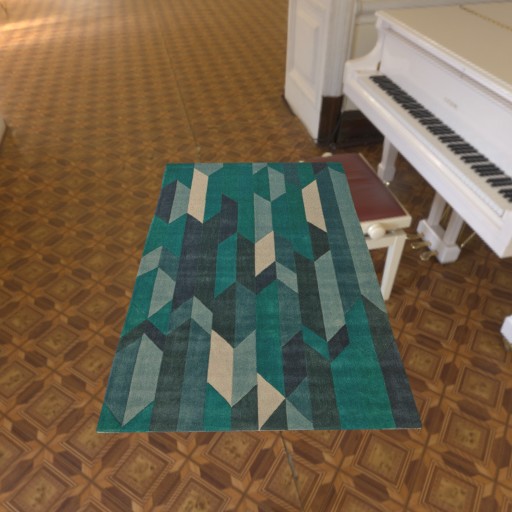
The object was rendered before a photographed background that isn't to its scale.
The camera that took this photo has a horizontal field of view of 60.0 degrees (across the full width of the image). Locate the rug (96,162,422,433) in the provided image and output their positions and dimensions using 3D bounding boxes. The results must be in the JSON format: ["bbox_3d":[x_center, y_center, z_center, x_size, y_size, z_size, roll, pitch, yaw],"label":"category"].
[{"bbox_3d":[0.000,0.000,2.954,1.528,0.005,2.420,-1,42,-1],"label":"rug"}]
